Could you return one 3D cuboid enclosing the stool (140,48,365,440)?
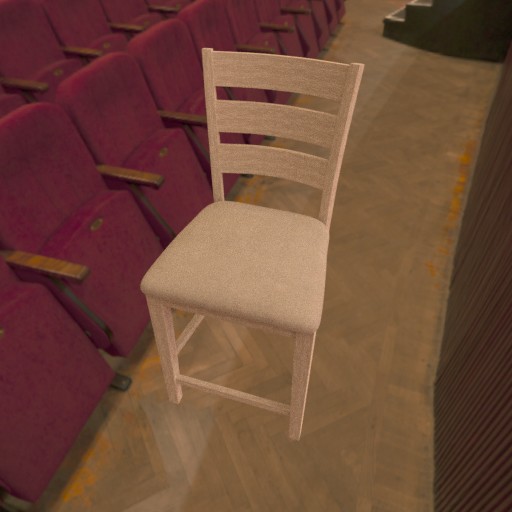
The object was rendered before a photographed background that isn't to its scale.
[{"bbox_3d":[0.000,0.000,1.349,0.484,1.032,0.569,12,43,13],"label":"stool"}]
